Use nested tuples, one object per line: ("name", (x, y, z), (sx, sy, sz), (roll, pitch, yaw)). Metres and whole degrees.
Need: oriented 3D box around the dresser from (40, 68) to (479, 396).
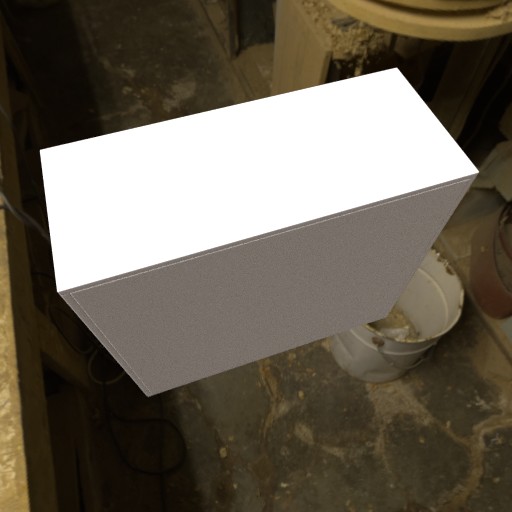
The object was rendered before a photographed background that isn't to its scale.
("dresser", (0.000, 0.000, 1.627), (1.100, 1.000, 0.460), (-16, 60, -10))
